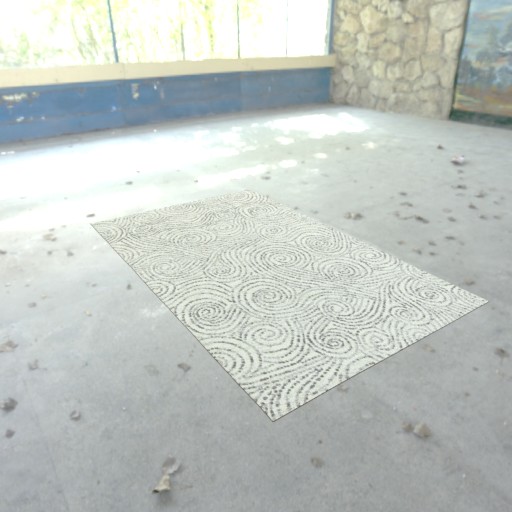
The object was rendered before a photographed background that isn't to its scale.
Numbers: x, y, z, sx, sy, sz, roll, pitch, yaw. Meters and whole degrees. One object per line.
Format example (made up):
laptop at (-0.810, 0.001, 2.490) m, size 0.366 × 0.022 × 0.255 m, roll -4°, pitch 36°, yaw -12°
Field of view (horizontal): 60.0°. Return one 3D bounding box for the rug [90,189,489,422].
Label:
rug at (0.000, 0.000, 3.012) m, size 1.524 × 0.005 × 2.439 m, roll -17°, pitch 32°, yaw -30°
